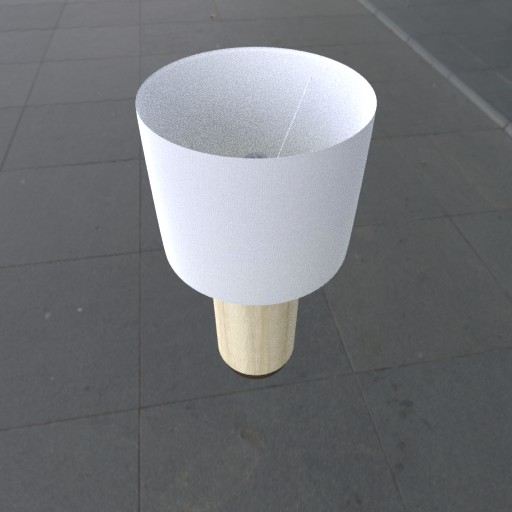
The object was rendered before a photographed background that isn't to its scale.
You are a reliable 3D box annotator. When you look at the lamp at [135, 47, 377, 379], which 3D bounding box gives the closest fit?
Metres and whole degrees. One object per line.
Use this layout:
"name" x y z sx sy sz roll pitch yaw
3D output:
"lamp" 0.000 0.000 0.580 0.228 0.444 0.228 3 46 3
